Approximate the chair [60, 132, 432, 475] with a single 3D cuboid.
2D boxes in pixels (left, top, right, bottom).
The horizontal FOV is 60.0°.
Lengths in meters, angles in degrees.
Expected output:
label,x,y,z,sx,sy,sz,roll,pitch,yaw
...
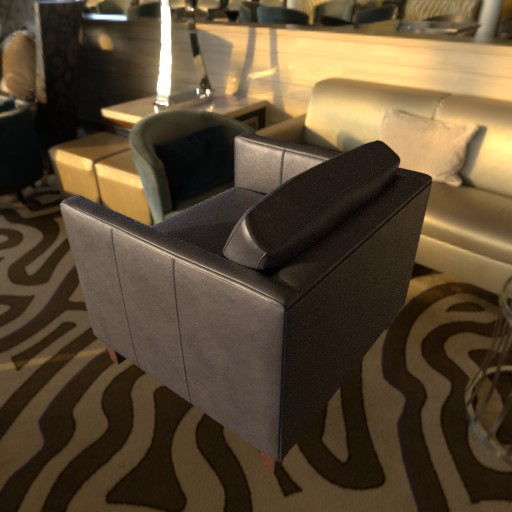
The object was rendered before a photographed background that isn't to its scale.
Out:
label,x,y,z,sx,sy,sz,roll,pitch,yaw
chair,0.000,0.000,1.591,0.862,0.811,0.939,22,38,31
